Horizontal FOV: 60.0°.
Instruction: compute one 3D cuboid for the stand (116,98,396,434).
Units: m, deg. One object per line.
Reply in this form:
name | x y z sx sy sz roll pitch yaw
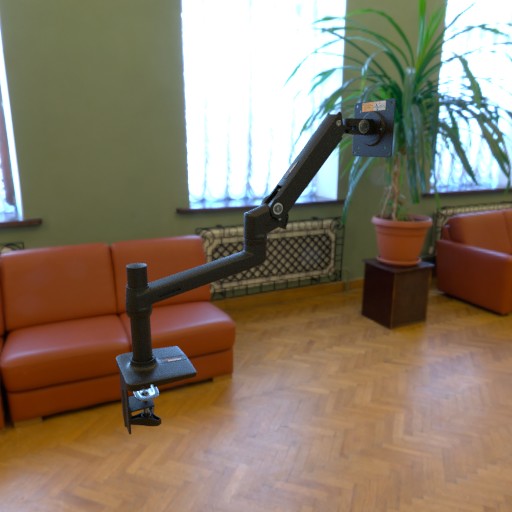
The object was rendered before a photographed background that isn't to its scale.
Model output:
stand | 0.000 0.000 1.036 0.650 0.713 0.152 -7 16 -26
